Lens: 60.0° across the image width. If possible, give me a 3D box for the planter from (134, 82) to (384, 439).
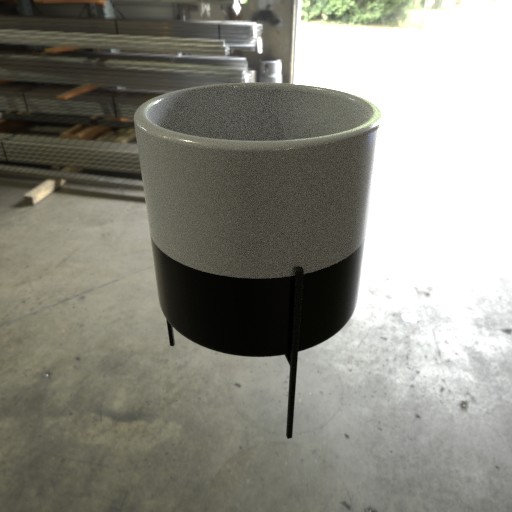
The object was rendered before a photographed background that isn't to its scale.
[{"bbox_3d":[0.000,0.000,0.656,0.310,0.432,0.310,-1,32,-1],"label":"planter"}]
